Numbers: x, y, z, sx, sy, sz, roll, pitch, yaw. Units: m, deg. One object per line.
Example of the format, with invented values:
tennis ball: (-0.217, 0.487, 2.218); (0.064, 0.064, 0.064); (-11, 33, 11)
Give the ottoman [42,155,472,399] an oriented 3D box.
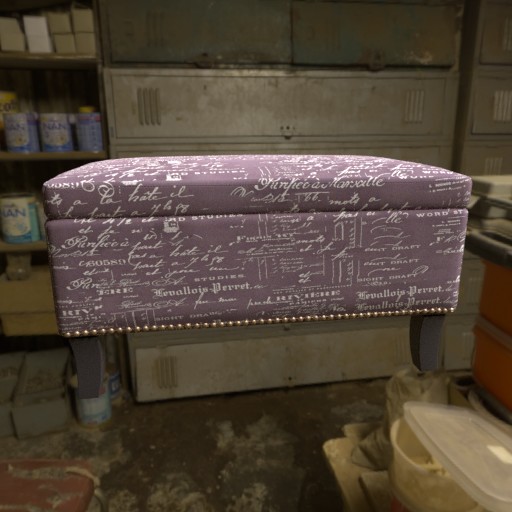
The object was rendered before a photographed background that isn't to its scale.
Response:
ottoman: (0.000, 0.000, 1.042); (0.813, 0.457, 0.406); (-2, 17, -8)
